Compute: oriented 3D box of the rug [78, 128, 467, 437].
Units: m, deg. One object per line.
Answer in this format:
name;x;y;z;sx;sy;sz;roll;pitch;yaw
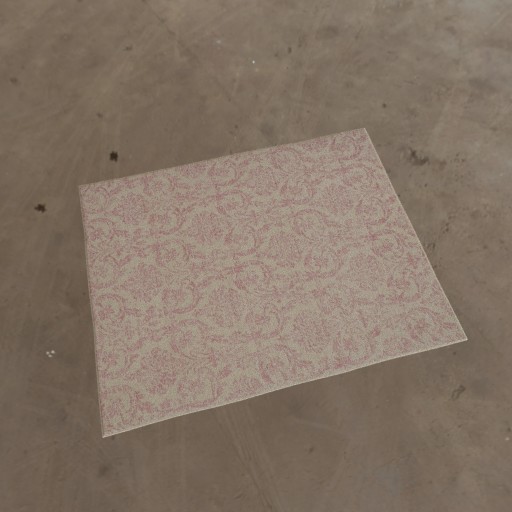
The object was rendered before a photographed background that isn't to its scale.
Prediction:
rug;0.000;0.000;3.988;2.980;0.012;2.363;-13;64;-7
